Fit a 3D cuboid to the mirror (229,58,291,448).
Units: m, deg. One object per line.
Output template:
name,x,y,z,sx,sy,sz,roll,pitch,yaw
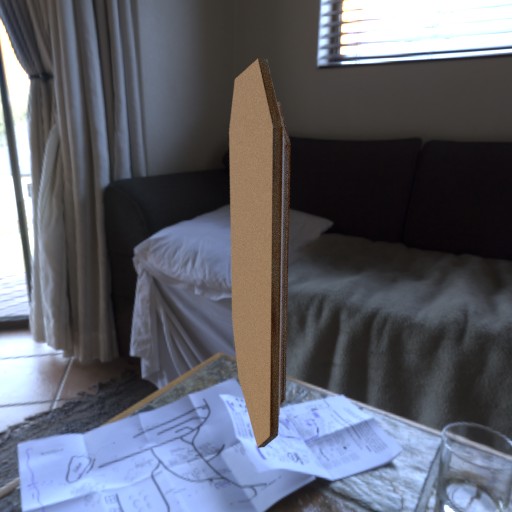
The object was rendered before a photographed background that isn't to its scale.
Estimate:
mirror,0.000,0.000,1.304,0.061,1.015,0.709,-3,15,-10
